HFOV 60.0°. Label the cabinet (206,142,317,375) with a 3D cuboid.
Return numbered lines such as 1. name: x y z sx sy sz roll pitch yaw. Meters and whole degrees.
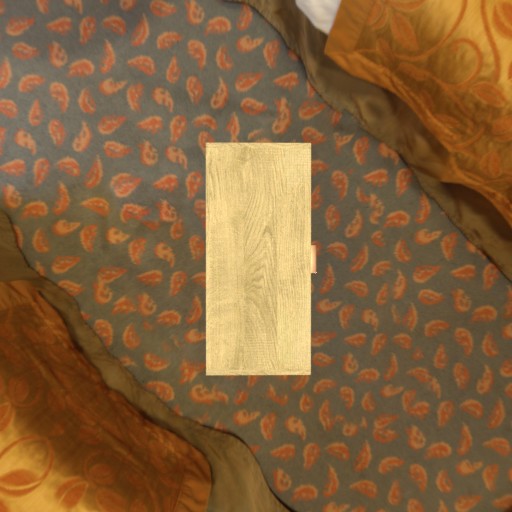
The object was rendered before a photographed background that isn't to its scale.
1. cabinet: 0.000 0.000 1.806 0.250 1.630 0.520 0 91 -1
